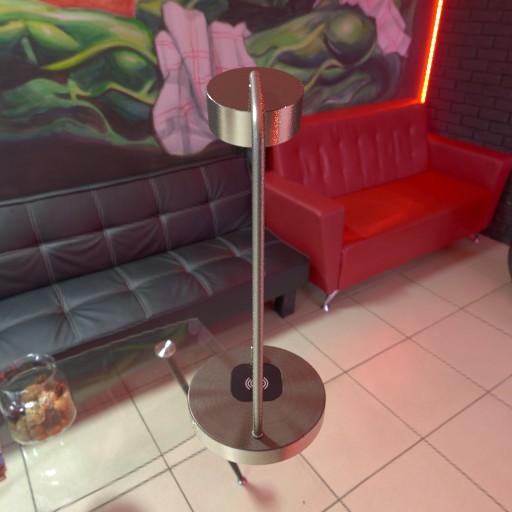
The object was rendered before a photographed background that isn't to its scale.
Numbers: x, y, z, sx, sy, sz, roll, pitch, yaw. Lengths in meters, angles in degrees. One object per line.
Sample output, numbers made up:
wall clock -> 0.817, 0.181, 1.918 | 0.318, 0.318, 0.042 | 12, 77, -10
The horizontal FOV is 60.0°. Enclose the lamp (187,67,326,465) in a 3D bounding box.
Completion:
lamp -> 0.000, 0.000, 0.632 | 0.211, 0.469, 0.334 | 0, 30, -1
